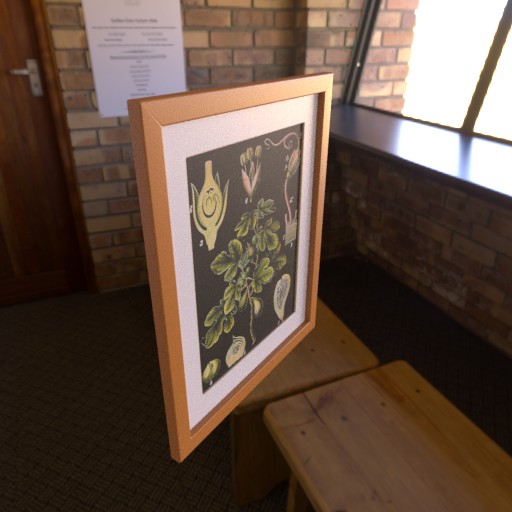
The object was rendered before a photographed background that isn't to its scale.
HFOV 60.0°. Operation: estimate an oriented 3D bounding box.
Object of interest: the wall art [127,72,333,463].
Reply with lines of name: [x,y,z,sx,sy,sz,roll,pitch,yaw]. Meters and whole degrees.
wall art: [0.000,0.000,0.518,0.015,0.379,0.310,18,32,31]
